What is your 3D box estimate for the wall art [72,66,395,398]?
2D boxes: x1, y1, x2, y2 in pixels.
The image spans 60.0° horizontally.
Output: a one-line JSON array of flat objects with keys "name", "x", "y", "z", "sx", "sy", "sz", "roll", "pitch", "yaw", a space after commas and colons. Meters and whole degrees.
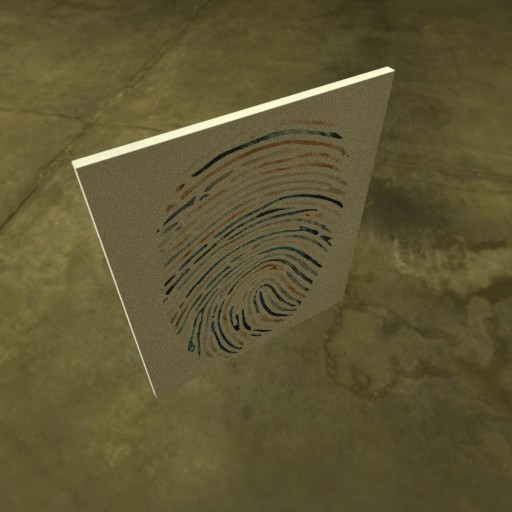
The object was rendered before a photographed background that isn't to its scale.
[{"name": "wall art", "x": 0.000, "y": 0.000, "z": 0.998, "sx": 0.609, "sy": 0.710, "sz": 0.021, "roll": -24, "pitch": 51, "yaw": -21}]
